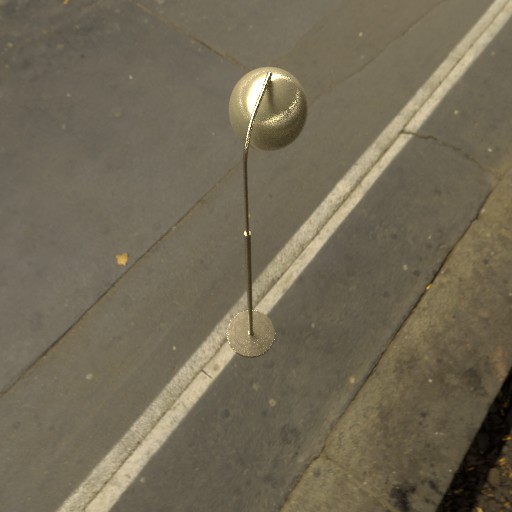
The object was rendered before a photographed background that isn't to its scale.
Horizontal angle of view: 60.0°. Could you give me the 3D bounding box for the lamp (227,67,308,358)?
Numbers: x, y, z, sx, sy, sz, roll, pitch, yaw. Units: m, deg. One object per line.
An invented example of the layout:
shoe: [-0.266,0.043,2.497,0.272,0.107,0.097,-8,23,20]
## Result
lamp: [0.000,0.000,1.684,0.250,1.526,0.431,15,65,7]
